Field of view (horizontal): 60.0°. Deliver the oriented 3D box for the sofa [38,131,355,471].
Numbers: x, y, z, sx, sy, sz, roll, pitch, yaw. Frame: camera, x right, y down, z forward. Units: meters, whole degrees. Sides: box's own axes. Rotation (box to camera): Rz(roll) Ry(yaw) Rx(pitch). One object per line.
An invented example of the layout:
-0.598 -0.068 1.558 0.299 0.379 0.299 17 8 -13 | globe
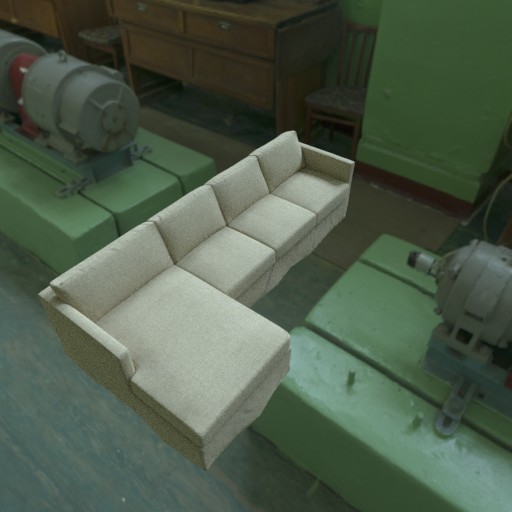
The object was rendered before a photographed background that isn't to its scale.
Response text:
0.000 0.000 3.989 1.650 0.922 3.205 27 48 27 | sofa
